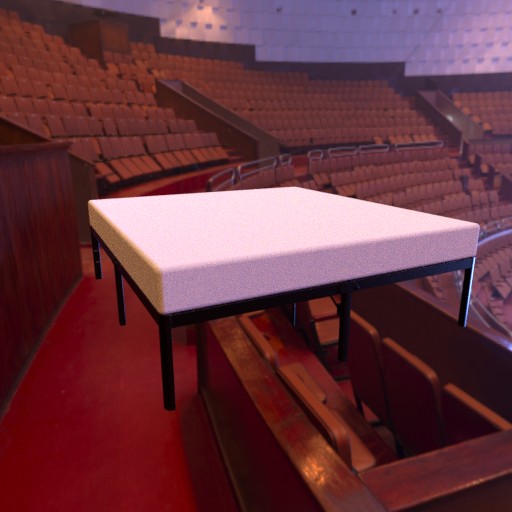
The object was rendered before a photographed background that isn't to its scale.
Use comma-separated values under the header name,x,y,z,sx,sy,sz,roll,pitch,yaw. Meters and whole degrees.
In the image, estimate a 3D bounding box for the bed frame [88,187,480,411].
name,x,y,z,sx,sy,sz,roll,pitch,yaw
bed frame,0.000,0.000,3.162,1.963,0.659,2.079,-8,18,-26
